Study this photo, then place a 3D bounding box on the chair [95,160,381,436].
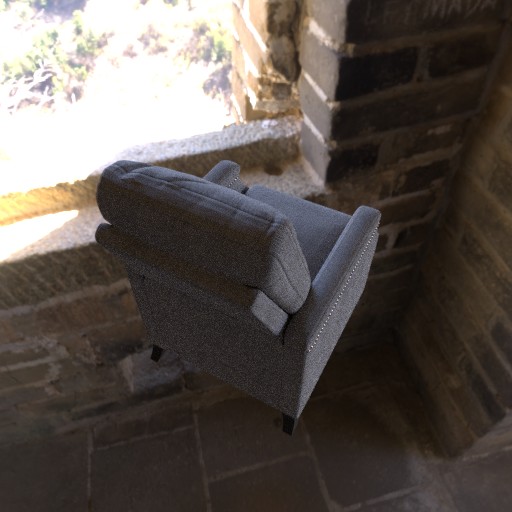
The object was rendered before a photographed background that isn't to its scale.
[{"bbox_3d":[0.000,0.000,1.644,0.710,1.049,0.922,22,50,20],"label":"chair"}]
